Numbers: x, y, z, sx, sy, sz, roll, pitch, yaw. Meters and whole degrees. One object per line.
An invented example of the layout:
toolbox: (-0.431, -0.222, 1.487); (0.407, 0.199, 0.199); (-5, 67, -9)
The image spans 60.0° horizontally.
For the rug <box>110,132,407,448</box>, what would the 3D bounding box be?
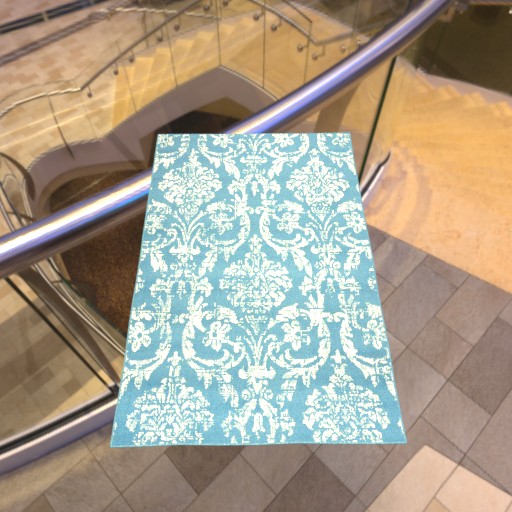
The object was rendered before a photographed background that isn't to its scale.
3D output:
rug: (0.000, 0.000, 2.296); (1.211, 0.012, 1.833); (-1, 57, 0)
